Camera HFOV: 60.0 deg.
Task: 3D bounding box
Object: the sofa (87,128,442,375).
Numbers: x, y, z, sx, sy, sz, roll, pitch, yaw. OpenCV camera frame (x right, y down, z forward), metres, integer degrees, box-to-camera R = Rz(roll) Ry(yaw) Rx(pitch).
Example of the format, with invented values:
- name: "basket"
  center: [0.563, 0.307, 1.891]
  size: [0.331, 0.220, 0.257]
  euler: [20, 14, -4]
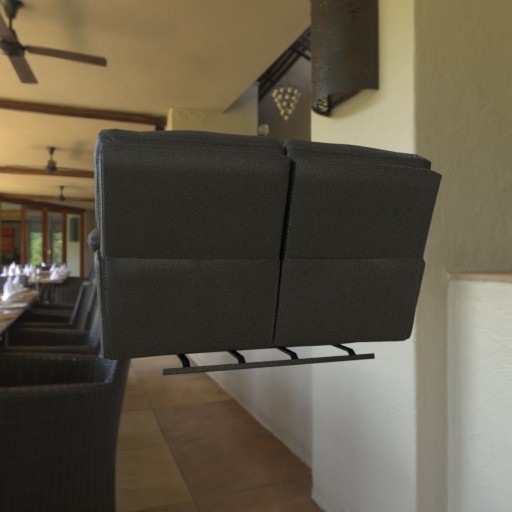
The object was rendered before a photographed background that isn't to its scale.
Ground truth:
- name: "sofa"
  center: [0.000, 0.000, 2.470]
  size: [1.765, 1.111, 1.104]
  euler: [0, -1, -18]
